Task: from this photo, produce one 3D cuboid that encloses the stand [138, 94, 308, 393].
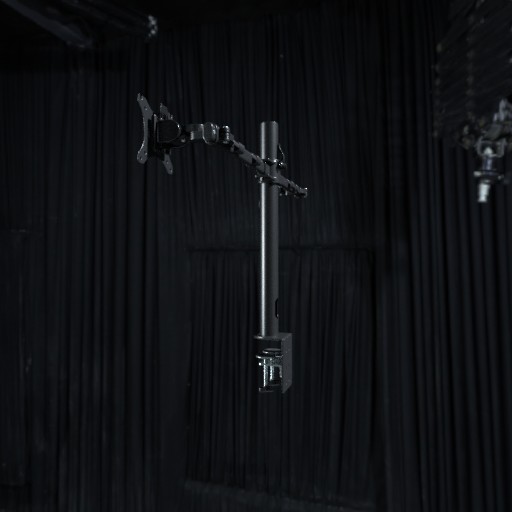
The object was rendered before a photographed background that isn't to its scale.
[{"bbox_3d":[0.000,0.000,1.022,0.150,0.603,0.743,0,-1,18],"label":"stand"}]
